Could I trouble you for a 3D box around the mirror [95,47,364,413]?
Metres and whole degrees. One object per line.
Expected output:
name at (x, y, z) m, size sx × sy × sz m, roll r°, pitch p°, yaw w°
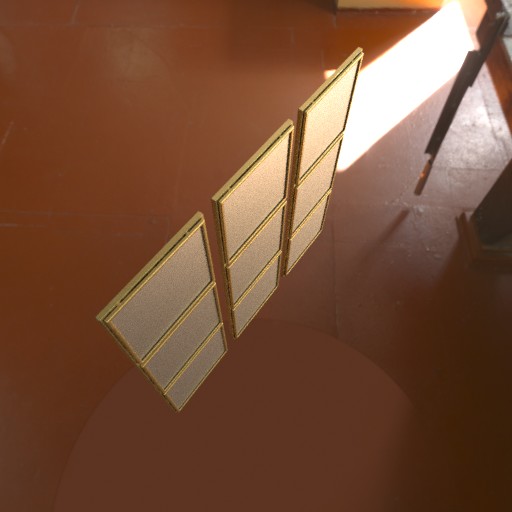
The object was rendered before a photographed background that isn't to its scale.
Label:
mirror at (0.000, 0.000, 1.447) m, size 0.023 × 0.926 × 1.011 m, roll 32°, pitch 65°, yaw 17°
